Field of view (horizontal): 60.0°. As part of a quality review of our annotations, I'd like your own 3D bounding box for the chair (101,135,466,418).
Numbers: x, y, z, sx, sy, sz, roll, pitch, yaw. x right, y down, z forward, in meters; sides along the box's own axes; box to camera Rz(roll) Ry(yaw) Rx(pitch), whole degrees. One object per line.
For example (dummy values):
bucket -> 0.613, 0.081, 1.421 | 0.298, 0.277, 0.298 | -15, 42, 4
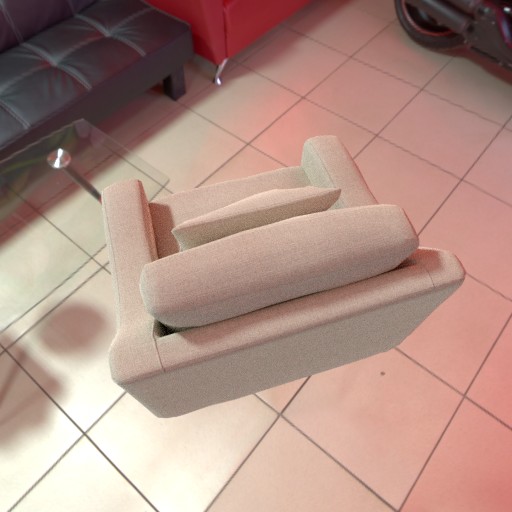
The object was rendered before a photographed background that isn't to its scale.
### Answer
chair -> 0.000, 0.000, 1.894 | 1.178, 1.016, 1.009 | -15, 59, -9
